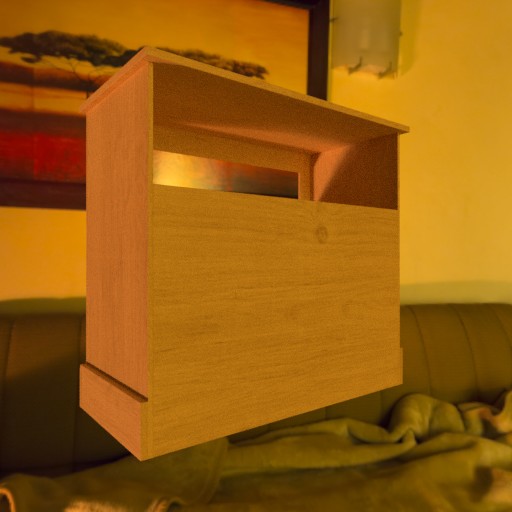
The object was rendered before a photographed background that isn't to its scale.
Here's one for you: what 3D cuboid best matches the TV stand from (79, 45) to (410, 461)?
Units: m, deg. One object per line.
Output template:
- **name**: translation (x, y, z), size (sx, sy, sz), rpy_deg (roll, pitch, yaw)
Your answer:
- **TV stand**: translation (0.000, 0.000, 1.258), size (0.851, 0.787, 0.430), rpy_deg (0, 0, -38)
